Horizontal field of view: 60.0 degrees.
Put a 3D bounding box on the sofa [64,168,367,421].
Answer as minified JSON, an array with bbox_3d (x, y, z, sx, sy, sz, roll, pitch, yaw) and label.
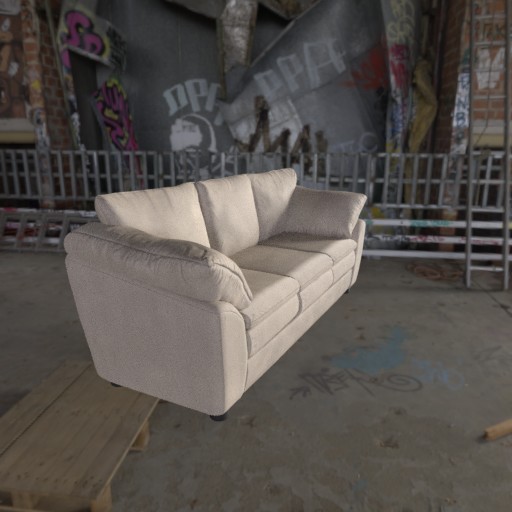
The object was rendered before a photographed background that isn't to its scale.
[{"bbox_3d":[0.000,0.000,2.878,0.878,0.996,2.334,8,17,27],"label":"sofa"}]
